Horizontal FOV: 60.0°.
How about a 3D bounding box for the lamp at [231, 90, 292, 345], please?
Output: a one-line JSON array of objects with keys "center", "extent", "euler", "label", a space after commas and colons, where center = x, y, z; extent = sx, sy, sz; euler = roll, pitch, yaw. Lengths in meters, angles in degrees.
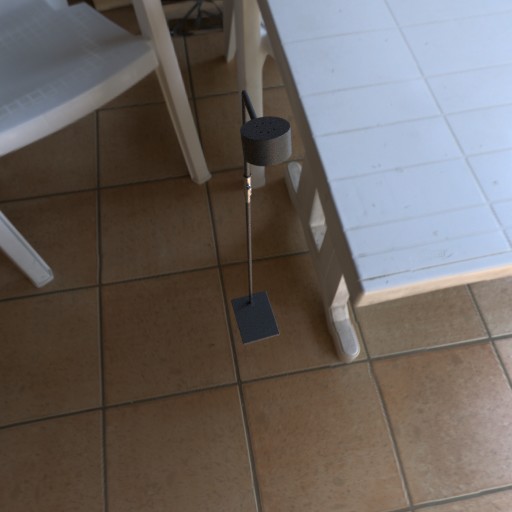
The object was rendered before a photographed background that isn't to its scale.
[{"center": [0.000, 0.000, 1.740], "extent": [0.203, 1.600, 0.304], "euler": [-14, 64, -7], "label": "lamp"}]
